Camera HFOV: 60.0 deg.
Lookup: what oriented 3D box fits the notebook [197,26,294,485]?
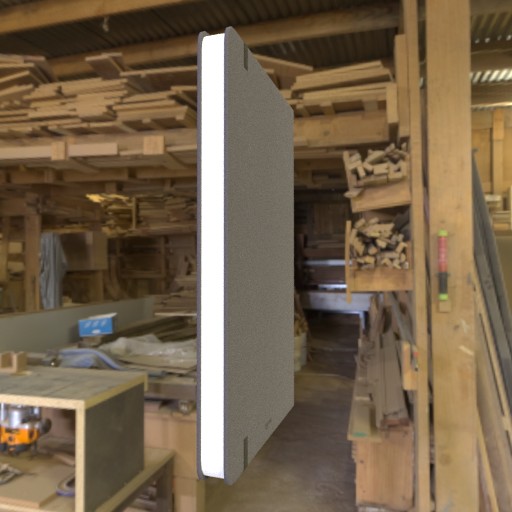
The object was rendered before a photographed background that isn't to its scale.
[{"bbox_3d":[0.000,0.000,0.261,0.016,0.213,0.127,0,-1,18],"label":"notebook"}]
